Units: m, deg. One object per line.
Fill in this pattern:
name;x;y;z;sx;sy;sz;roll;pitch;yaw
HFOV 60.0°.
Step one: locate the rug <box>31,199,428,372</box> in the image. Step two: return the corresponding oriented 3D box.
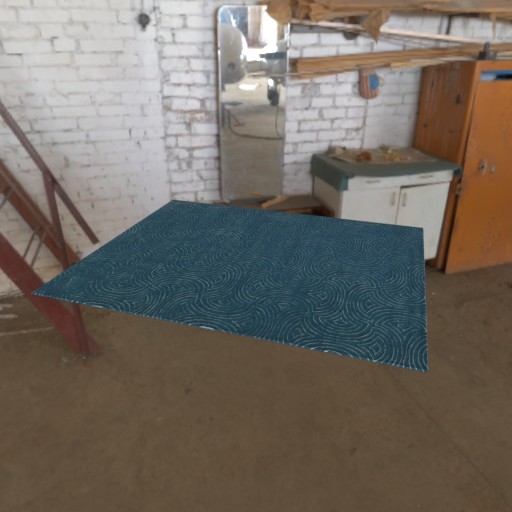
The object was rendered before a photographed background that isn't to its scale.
rug;0.000;0.000;4.200;3.033;0.012;2.432;8;27;16
